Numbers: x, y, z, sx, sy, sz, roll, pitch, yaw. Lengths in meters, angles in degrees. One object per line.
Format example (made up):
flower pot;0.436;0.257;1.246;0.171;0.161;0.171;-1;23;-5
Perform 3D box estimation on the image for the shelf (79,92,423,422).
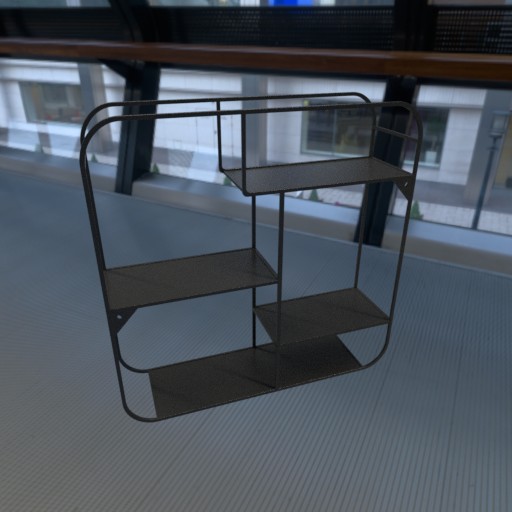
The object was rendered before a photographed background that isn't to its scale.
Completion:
shelf;0.000;0.000;0.906;0.600;0.600;0.160;-9;28;-17
